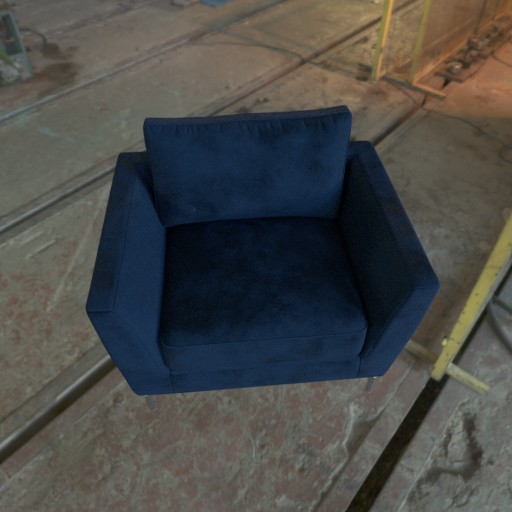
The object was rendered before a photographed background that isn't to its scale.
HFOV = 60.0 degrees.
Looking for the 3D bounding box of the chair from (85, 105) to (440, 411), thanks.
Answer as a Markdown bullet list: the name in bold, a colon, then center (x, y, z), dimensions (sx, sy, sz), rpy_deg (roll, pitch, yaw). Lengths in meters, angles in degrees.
- **chair**: center (0.000, 0.000, 1.600), dimensions (0.977, 0.893, 0.746), rpy_deg (-4, 47, -3)
